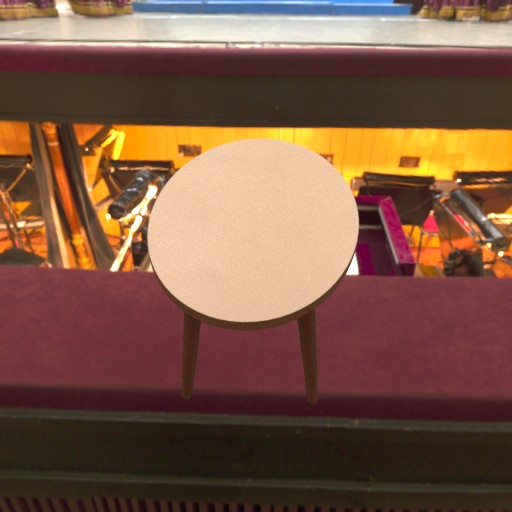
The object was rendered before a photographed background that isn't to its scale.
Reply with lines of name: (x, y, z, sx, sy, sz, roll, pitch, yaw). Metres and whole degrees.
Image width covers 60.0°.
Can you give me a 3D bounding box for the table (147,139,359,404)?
table: (0.000, 0.000, 1.329, 0.542, 0.390, 1.083, 1, 31, 2)
